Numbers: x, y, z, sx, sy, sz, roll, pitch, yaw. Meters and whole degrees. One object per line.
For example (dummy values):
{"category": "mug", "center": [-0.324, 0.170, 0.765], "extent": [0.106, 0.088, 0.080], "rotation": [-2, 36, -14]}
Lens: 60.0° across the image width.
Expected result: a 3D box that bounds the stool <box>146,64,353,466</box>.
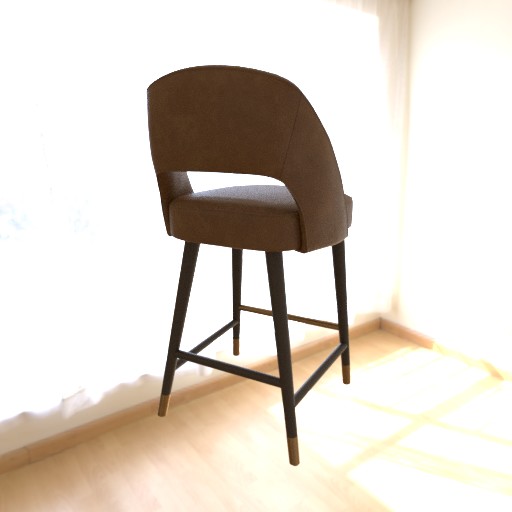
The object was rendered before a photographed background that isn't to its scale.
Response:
{"category": "stool", "center": [0.000, 0.000, 1.256], "extent": [0.494, 0.940, 0.509], "rotation": [8, 17, 27]}
